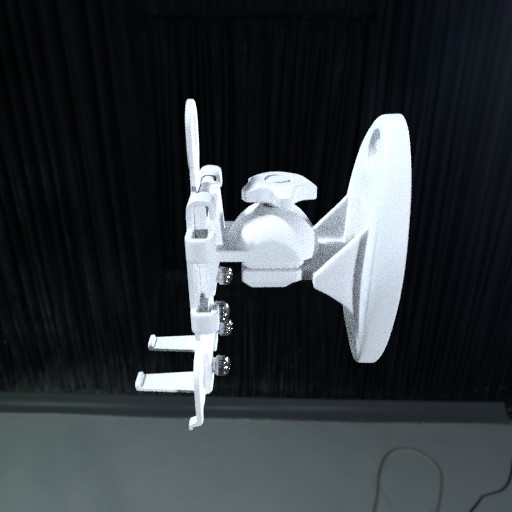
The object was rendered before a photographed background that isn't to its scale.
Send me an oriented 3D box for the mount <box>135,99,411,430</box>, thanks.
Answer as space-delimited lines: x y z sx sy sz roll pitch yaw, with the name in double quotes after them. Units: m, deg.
0.000 0.000 0.175 0.100 0.118 0.066 0 27 -1 "mount"
